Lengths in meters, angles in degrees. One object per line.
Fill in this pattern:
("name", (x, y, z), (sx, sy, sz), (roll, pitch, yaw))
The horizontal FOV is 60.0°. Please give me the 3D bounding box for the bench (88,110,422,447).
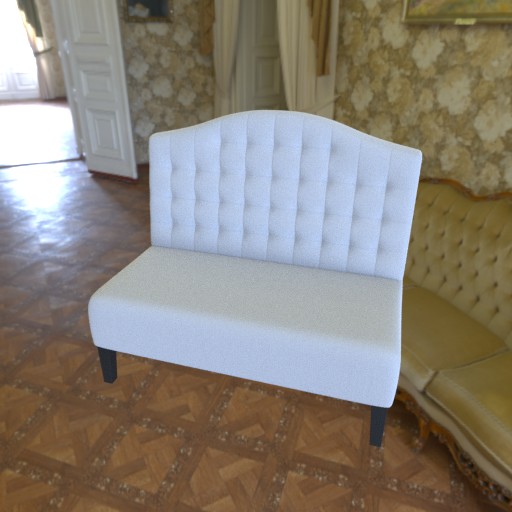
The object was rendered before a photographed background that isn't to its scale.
("bench", (0.000, 0.000, 2.034), (1.335, 1.180, 0.815), (8, 28, 15))
